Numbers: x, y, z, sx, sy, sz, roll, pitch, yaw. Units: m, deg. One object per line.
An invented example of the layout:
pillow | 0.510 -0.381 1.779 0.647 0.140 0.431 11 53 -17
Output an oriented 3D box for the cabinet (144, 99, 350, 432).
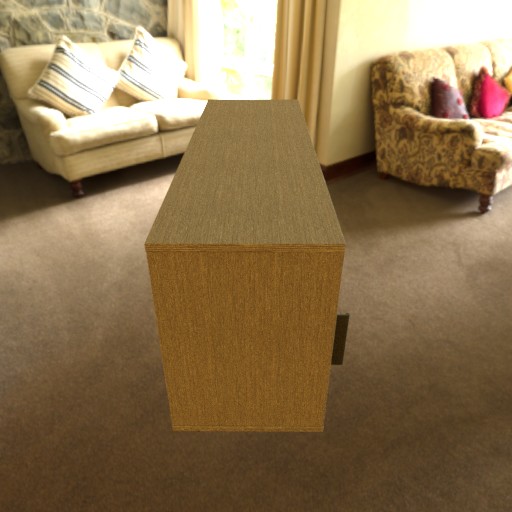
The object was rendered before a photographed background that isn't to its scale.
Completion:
cabinet | 0.000 0.000 1.532 0.405 0.787 1.194 0 32 0
